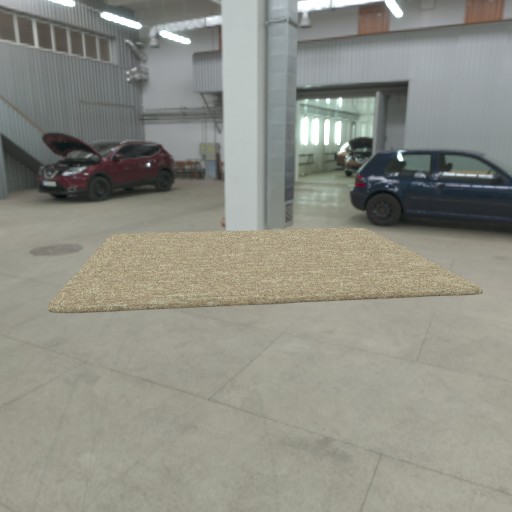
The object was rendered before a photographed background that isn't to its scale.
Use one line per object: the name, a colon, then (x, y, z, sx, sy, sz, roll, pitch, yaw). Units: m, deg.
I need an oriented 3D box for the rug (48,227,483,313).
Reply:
rug: (0.000, 0.000, 3.846, 2.873, 0.050, 2.242, -2, 15, -7)
